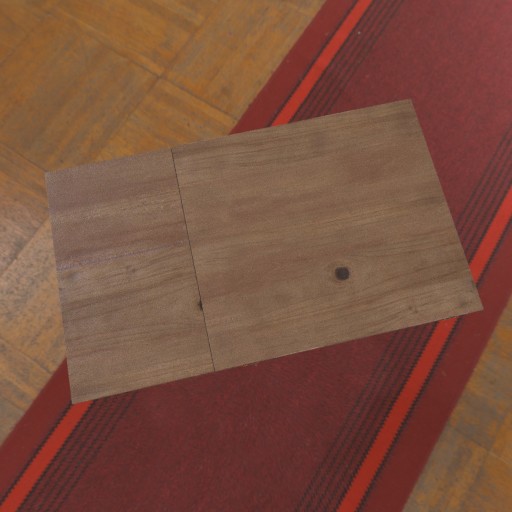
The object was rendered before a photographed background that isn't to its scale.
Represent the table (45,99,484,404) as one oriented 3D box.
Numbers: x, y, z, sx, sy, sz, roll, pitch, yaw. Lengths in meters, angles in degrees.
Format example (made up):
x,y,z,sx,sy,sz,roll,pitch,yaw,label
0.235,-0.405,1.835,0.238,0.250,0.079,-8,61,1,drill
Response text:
x,y,z,sx,sy,sz,roll,pitch,yaw,label
0.000,0.000,1.419,1.101,0.395,0.655,-12,76,-3,table
